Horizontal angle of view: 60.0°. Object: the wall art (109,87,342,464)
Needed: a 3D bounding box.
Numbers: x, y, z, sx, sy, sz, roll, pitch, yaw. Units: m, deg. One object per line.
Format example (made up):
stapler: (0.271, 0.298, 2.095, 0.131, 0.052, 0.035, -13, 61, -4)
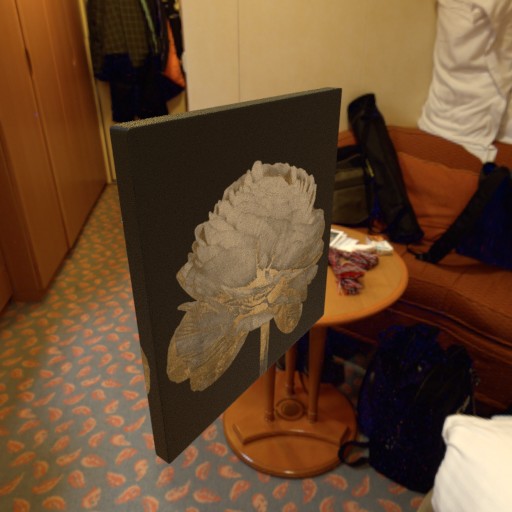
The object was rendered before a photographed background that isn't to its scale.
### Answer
wall art: (0.000, 0.000, 0.920, 0.043, 0.611, 0.610, 18, 31, 32)
